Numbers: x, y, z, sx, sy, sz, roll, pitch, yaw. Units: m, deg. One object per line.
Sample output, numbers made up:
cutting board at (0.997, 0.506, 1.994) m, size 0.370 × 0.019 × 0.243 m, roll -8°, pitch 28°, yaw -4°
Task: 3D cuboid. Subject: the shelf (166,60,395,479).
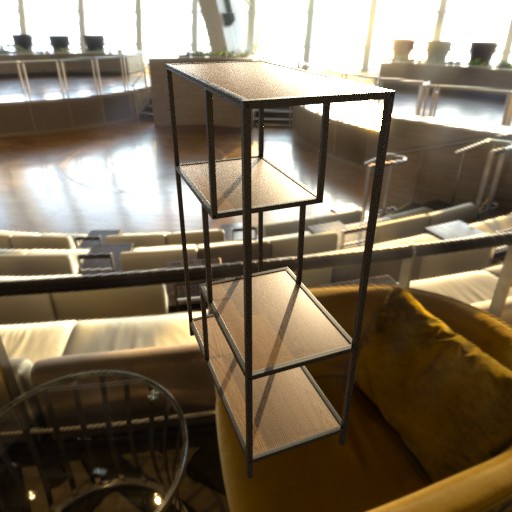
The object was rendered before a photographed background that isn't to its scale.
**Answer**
shelf at (0.000, 0.000, 1.492) m, size 0.350 × 1.138 × 0.770 m, roll -11°, pitch 30°, yaw -18°
